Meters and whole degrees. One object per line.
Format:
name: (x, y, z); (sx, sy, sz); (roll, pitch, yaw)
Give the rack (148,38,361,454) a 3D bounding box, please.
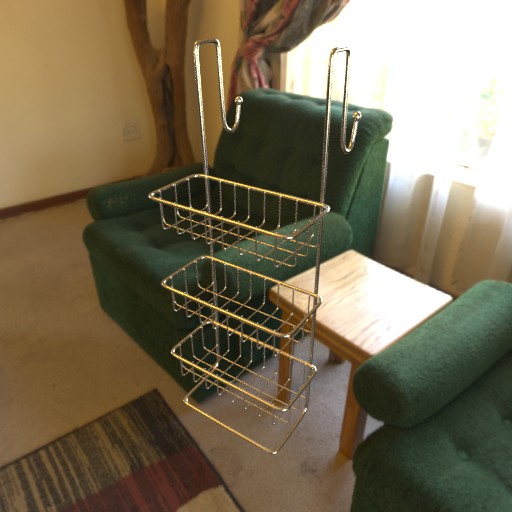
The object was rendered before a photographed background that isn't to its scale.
rack: (0.000, 0.000, 0.663); (0.228, 0.574, 0.202); (19, 35, 29)
